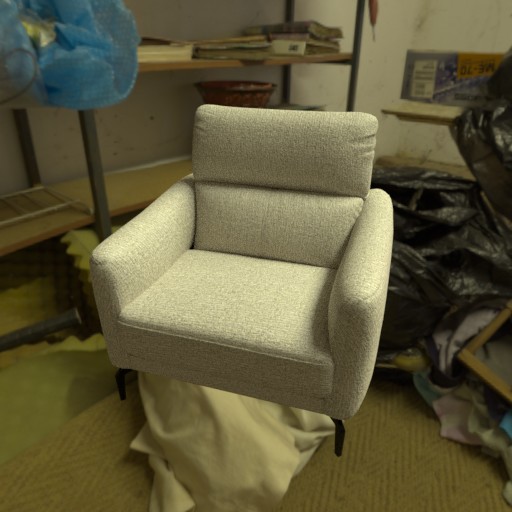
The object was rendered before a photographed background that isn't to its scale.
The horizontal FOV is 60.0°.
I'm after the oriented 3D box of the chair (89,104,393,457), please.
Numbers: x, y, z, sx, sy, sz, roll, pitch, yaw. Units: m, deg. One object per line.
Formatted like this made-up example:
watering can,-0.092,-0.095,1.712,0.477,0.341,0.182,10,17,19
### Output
chair,0.000,0.000,1.673,0.972,0.967,0.835,8,28,16
